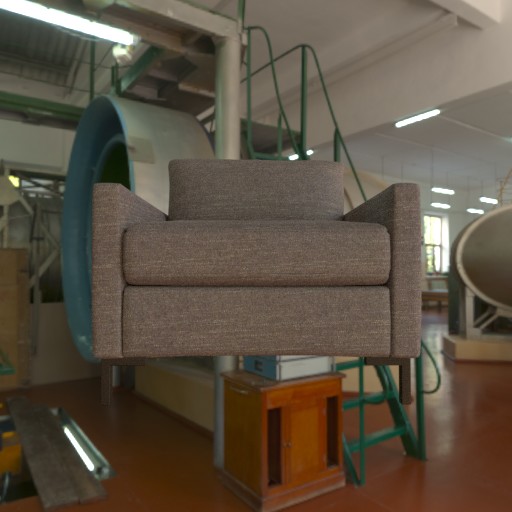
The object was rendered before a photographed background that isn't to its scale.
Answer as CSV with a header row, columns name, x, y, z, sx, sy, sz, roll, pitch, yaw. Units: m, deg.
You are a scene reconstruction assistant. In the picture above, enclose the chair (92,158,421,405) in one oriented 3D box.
name,x,y,z,sx,sy,sz,roll,pitch,yaw
chair,0.000,0.000,1.616,0.940,0.841,0.845,0,-2,0
